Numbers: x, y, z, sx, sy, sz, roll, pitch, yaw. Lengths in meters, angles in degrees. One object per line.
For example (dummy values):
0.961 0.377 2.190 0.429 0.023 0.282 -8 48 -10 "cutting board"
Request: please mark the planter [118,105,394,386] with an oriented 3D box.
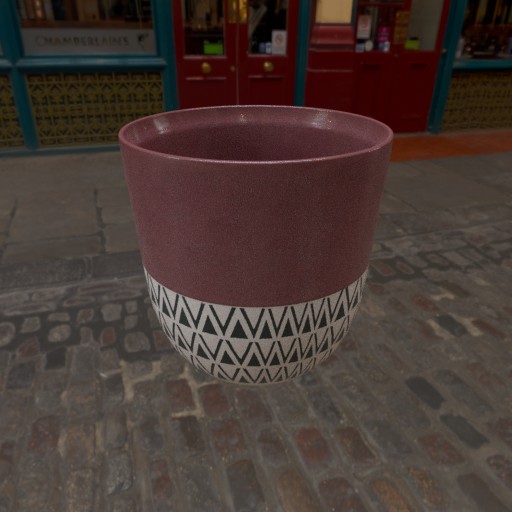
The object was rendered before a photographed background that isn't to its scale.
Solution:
0.000 0.000 0.373 0.195 0.214 0.195 0 27 0 "planter"
